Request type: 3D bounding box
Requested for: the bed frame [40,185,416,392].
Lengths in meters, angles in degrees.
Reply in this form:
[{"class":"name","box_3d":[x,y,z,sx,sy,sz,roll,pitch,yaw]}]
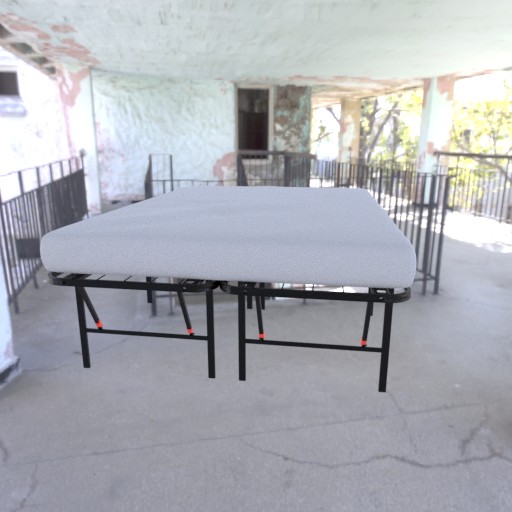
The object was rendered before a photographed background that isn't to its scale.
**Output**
[{"class":"bed frame","box_3d":[0.000,0.000,2.501,1.372,0.637,1.905,2,15,9]}]
